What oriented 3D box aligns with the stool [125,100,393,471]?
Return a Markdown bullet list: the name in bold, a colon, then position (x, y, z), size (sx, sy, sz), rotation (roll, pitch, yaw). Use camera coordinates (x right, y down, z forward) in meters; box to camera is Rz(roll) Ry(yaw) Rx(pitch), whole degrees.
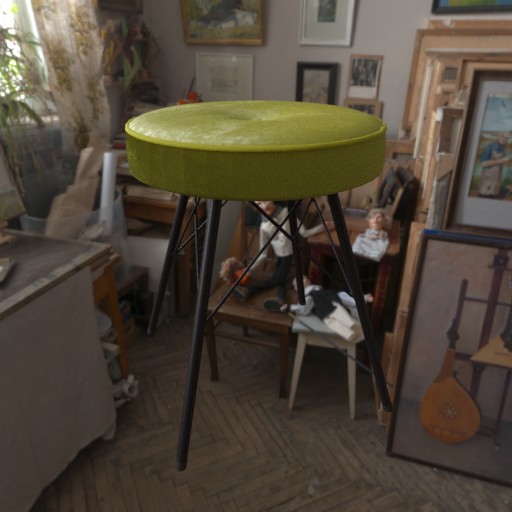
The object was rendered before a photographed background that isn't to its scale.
- **stool**: position (0.000, 0.000, 0.811), size (0.409, 0.508, 0.409), rotation (-8, 27, -17)
